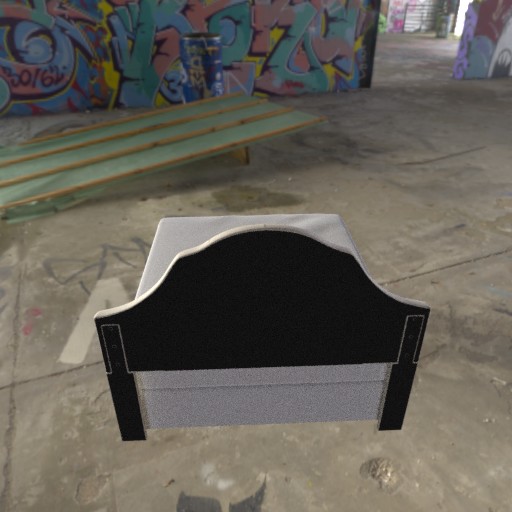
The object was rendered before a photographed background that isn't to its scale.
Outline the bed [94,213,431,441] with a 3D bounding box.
[{"bbox_3d":[0.000,0.000,3.635,2.008,1.615,2.214,-1,30,-2],"label":"bed"}]
